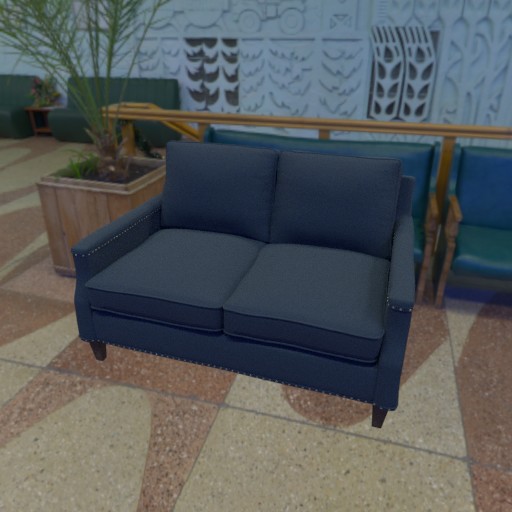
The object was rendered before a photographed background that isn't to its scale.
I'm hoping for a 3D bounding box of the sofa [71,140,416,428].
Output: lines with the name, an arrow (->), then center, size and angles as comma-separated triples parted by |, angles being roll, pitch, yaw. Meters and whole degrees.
sofa -> 0.000, 0.000, 2.356 | 1.597, 1.003, 1.084 | 8, 28, 16
